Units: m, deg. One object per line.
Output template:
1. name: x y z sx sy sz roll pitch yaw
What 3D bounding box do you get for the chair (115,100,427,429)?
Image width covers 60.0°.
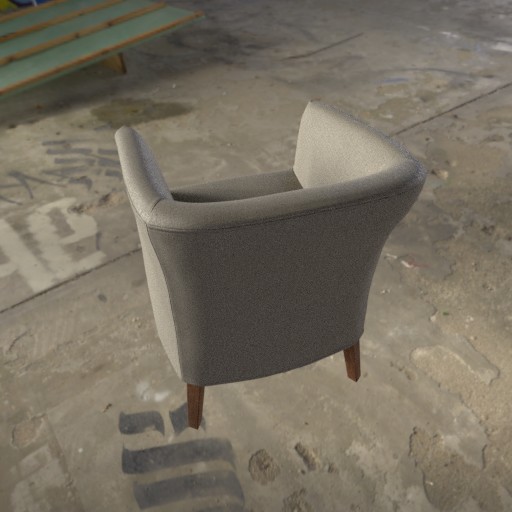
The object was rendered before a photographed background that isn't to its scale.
1. chair: 0.000 0.000 1.209 0.600 0.771 0.668 -12 43 -13
